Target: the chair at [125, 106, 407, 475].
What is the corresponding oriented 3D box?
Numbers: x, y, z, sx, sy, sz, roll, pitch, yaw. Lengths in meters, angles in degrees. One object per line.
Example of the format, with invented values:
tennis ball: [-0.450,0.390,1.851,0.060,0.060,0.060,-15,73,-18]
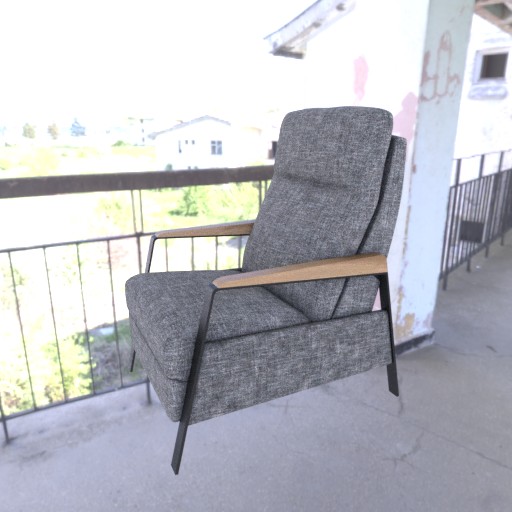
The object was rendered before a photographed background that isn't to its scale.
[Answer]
chair: [0.000,0.000,1.619,0.868,1.042,0.671,-8,19,-26]
